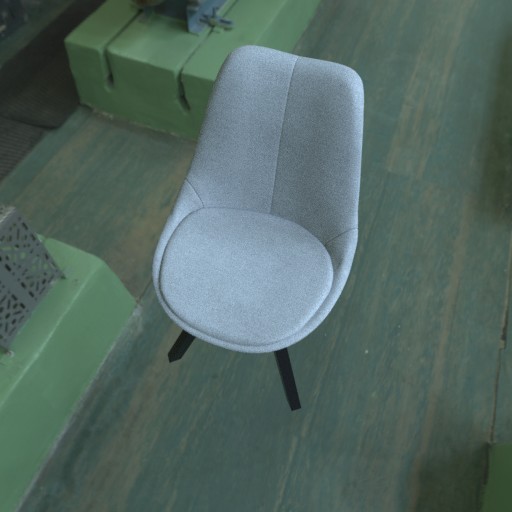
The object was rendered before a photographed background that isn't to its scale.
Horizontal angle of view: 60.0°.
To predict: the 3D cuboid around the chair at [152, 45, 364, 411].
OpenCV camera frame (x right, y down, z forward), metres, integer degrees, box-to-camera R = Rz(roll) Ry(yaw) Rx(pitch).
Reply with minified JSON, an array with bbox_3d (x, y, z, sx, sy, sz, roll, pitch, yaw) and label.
[{"bbox_3d":[0.000,0.000,1.173,0.485,0.850,0.550,18,59,11],"label":"chair"}]
